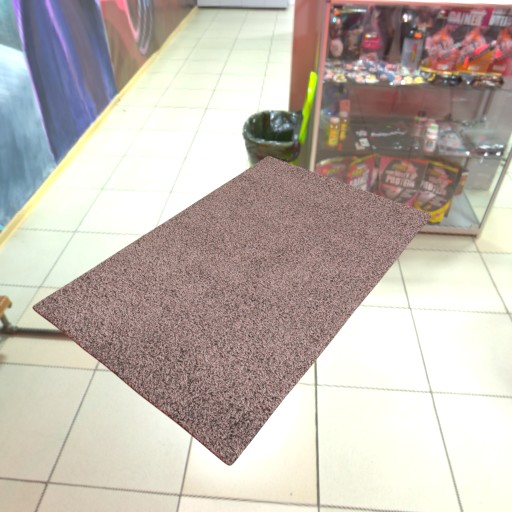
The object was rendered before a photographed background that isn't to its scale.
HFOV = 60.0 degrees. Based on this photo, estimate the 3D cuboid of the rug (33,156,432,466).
[{"bbox_3d":[0.000,0.000,3.453,1.778,0.030,2.743,26,47,28],"label":"rug"}]
